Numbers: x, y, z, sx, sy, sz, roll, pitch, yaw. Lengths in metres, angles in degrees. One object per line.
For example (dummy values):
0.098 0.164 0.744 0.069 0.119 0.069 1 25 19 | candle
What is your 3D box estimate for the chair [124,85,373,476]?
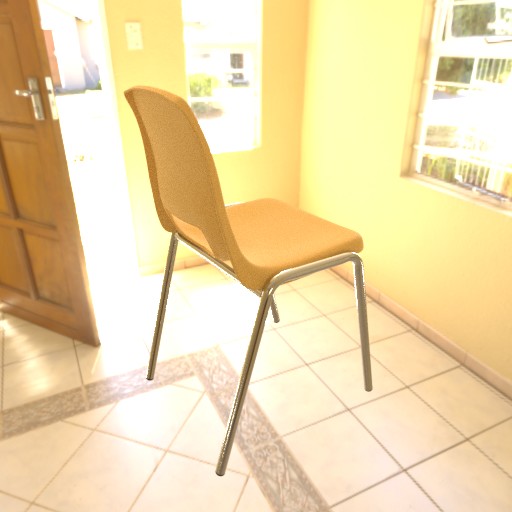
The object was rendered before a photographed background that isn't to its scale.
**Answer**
0.000 0.000 0.952 0.436 0.704 0.381 -18 31 -32 | chair
